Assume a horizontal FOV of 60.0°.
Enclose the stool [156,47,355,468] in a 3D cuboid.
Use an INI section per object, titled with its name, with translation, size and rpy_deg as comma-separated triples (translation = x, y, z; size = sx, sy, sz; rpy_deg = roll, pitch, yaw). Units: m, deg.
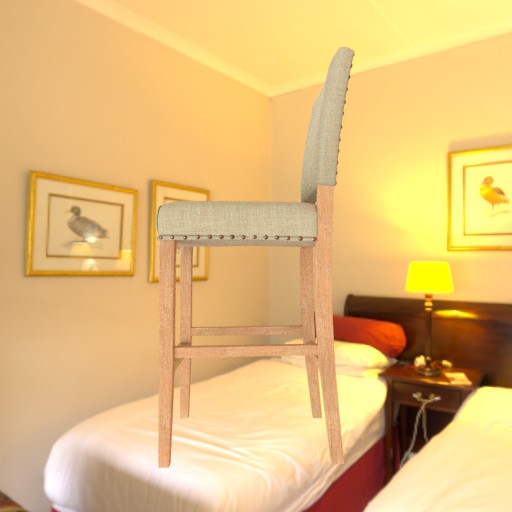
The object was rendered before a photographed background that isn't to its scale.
[stool]
translation = 0.000, 0.000, 1.479
size = 0.585, 1.203, 0.445
rpy_deg = 0, -1, -1
